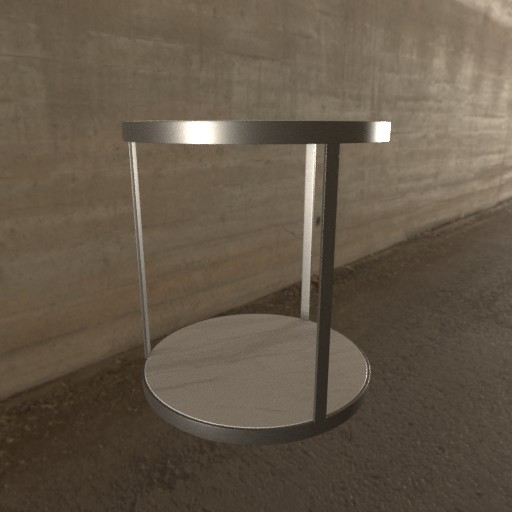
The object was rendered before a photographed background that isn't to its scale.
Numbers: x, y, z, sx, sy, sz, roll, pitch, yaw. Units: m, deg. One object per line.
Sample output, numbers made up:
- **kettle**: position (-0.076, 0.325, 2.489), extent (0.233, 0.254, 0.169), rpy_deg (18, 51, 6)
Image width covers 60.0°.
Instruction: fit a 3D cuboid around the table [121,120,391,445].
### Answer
- **table**: position (0.000, 0.000, 0.829), extent (0.445, 0.479, 0.445), rpy_deg (0, 16, 0)
